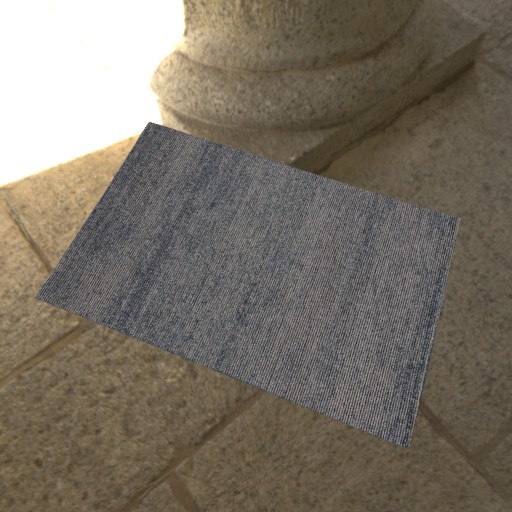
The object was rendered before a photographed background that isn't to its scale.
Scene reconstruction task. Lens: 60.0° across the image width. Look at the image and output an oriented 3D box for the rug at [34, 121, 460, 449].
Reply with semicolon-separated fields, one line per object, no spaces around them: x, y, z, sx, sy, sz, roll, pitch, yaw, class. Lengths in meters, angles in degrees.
0.000;0.000;2.104;1.740;0.010;1.135;20;65;9;rug
